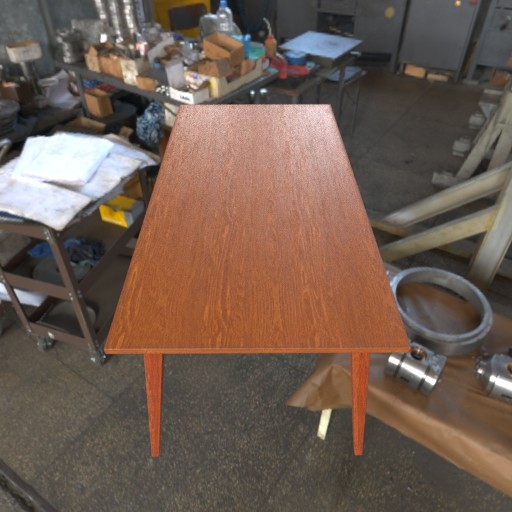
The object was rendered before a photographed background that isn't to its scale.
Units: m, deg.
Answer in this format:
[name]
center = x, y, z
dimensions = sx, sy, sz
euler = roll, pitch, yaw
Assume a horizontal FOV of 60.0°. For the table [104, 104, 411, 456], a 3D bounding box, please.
[table]
center = 0.000, 0.000, 2.017
dimensions = 0.811, 0.755, 1.609
euler = 0, 41, 0
